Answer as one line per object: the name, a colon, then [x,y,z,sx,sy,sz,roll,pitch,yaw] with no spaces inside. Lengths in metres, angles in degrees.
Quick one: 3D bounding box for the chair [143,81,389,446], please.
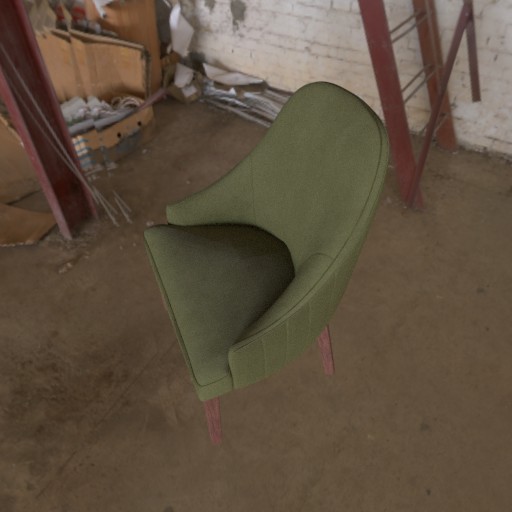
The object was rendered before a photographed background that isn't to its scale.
chair: [0.000,0.000,1.322,0.575,0.889,0.643,-17,47,-16]
